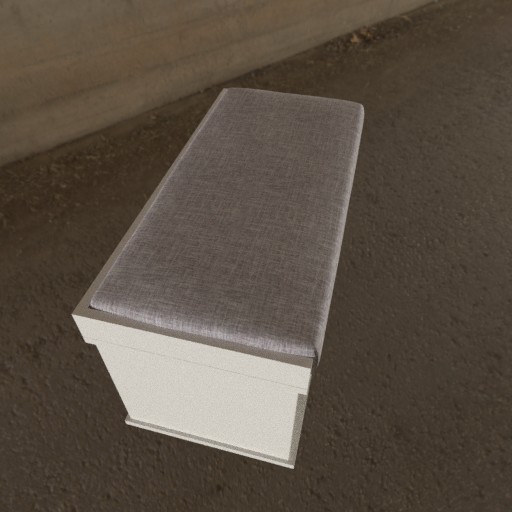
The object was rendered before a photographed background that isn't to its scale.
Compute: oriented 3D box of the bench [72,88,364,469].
[{"bbox_3d":[0.000,0.000,1.001,0.362,0.461,0.734,11,47,10],"label":"bench"}]
